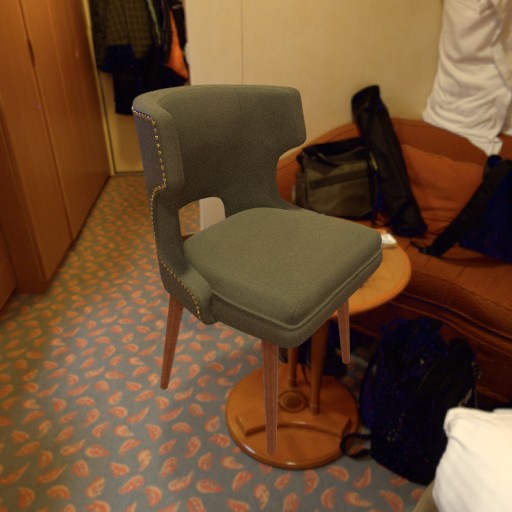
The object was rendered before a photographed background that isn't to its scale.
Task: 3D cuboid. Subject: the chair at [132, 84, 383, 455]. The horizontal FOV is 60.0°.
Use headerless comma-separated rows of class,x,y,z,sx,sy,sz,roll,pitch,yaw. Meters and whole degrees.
chair,0.000,0.000,1.249,0.581,0.863,0.595,18,32,32
